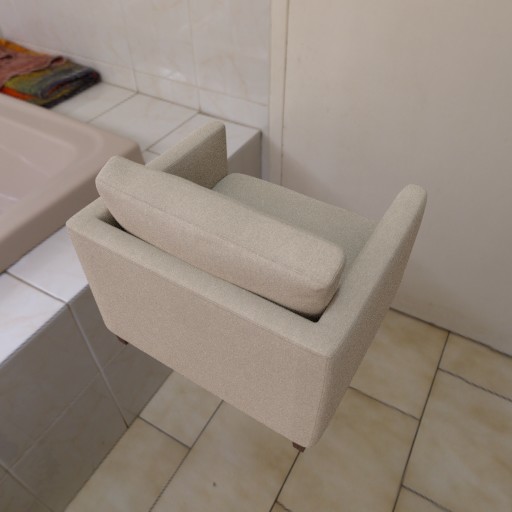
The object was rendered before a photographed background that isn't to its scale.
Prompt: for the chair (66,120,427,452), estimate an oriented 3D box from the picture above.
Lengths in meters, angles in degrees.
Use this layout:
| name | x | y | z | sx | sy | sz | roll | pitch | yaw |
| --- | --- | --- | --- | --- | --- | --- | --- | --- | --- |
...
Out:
| name | x | y | z | sx | sy | sz | roll | pitch | yaw |
| --- | --- | --- | --- | --- | --- | --- | --- | --- | --- |
| chair | 0.000 | 0.000 | 1.880 | 1.107 | 0.961 | 0.959 | 24 | 50 | 22 |
